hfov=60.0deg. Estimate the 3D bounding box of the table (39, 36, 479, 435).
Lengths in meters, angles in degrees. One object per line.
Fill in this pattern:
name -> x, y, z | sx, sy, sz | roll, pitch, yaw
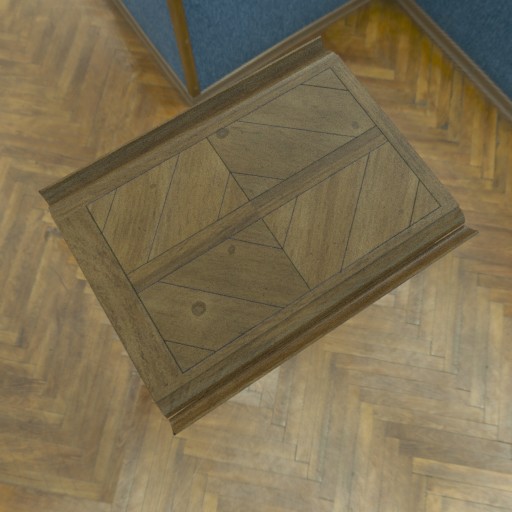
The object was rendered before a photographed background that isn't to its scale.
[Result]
table -> 0.000, 0.000, 1.313 | 0.746, 0.763, 0.591 | -32, 77, -8
